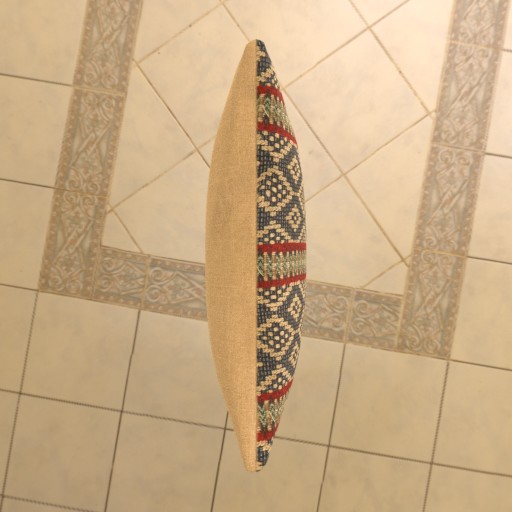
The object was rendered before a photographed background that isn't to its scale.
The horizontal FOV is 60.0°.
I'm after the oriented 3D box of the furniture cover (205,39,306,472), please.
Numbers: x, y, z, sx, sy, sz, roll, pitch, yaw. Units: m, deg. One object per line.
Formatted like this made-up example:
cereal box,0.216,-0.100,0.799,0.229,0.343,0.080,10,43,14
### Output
furniture cover,0.000,0.000,0.648,0.139,0.431,0.431,0,90,0
